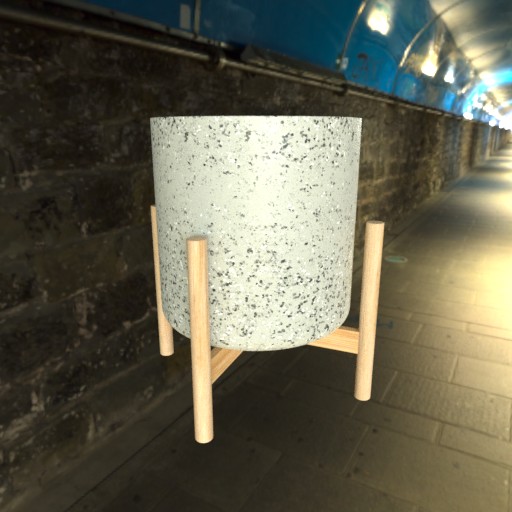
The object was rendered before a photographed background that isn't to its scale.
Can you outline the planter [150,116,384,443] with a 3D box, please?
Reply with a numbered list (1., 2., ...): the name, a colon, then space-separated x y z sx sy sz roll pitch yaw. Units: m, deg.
1. planter: 0.000 0.000 0.708 0.360 0.419 0.360 -15 22 -42
